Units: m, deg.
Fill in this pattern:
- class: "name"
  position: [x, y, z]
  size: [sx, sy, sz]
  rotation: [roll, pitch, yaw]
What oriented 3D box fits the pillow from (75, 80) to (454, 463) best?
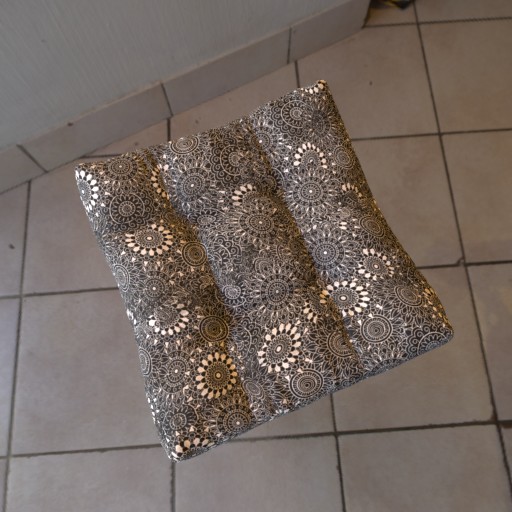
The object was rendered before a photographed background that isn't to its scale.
- class: "pillow"
  position: [0.000, 0.000, 0.723]
  size: [0.468, 0.128, 0.490]
  rotation: [-22, 75, -6]
